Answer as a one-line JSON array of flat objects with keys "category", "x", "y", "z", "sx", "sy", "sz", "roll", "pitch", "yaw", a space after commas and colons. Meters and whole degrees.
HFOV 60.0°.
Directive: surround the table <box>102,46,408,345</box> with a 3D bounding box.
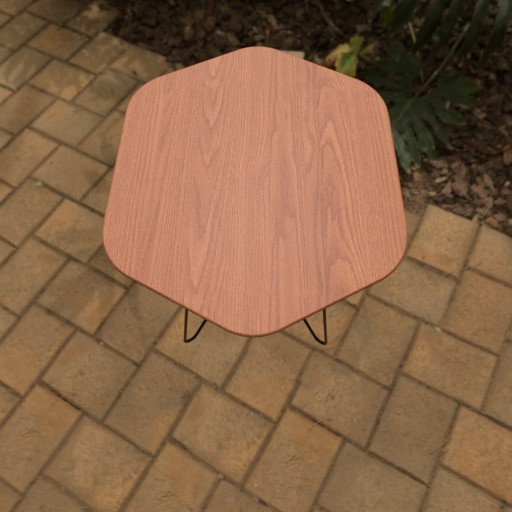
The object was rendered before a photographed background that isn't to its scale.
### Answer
[{"category": "table", "x": 0.000, "y": 0.000, "z": 0.875, "sx": 0.400, "sy": 0.562, "sz": 0.500, "roll": 1, "pitch": 63, "yaw": 0}]
